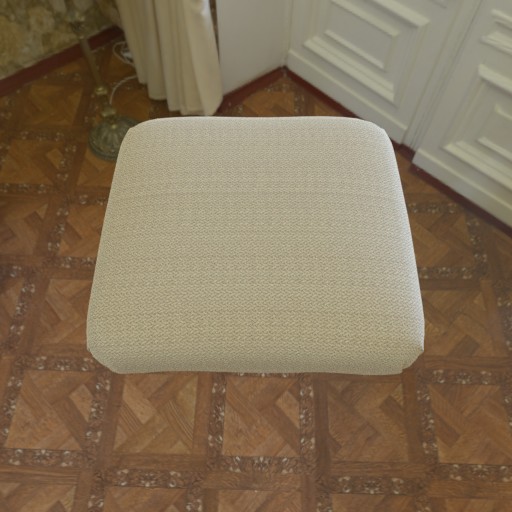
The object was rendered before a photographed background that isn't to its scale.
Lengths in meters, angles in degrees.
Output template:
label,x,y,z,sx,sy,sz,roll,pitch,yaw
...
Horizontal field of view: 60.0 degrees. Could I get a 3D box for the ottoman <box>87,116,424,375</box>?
label,x,y,z,sx,sy,sz,roll,pitch,yaw
ottoman,0.000,0.000,1.103,0.684,0.447,0.622,0,62,0
